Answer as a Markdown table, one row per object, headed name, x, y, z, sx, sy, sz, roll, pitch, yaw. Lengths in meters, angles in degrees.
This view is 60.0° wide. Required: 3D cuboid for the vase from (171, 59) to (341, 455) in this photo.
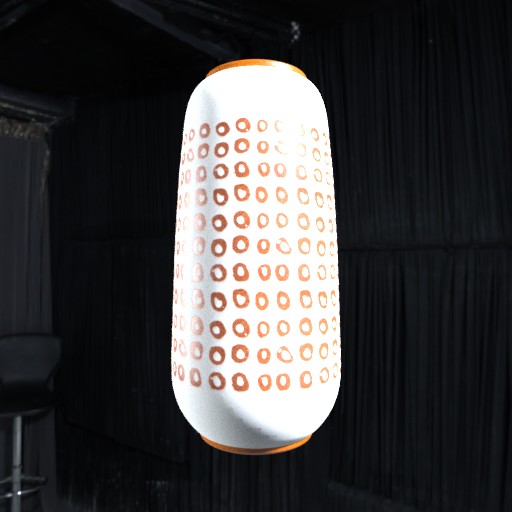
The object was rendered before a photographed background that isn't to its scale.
| name | x | y | z | sx | sy | sz | roll | pitch | yaw |
| --- | --- | --- | --- | --- | --- | --- | --- | --- | --- |
| vase | 0.000 | 0.000 | 0.357 | 0.133 | 0.282 | 0.133 | 0 | -1 | 0 |
